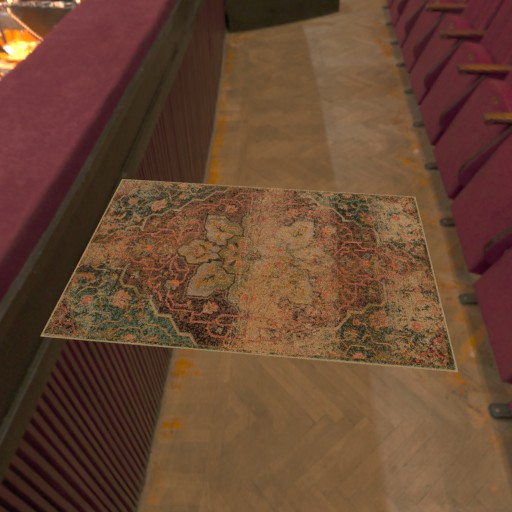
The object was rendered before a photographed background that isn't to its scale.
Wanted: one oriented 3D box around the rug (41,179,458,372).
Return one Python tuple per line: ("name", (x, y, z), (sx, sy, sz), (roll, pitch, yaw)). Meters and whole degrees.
("rug", (0.000, 0.000, 2.992), (2.363, 0.004, 1.566), (5, 46, 5))
